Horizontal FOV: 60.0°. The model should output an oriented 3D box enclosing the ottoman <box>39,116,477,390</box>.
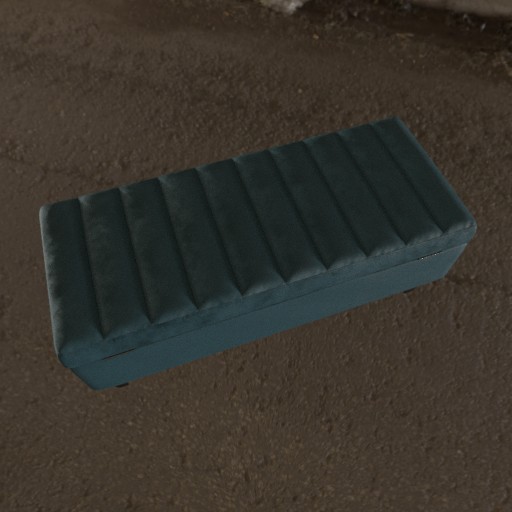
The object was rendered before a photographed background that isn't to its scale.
[{"bbox_3d":[0.000,0.000,1.405,1.151,0.469,0.482,-16,60,-10],"label":"ottoman"}]
